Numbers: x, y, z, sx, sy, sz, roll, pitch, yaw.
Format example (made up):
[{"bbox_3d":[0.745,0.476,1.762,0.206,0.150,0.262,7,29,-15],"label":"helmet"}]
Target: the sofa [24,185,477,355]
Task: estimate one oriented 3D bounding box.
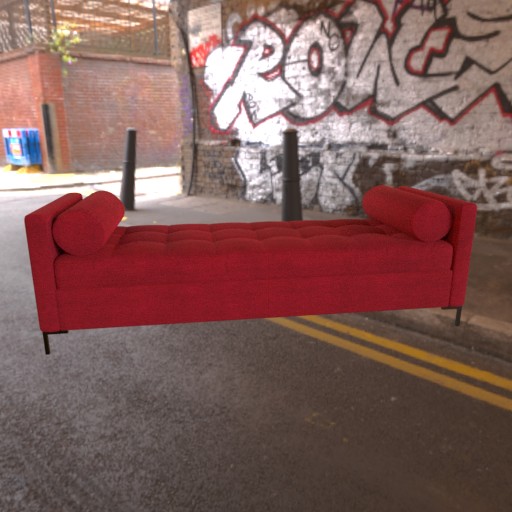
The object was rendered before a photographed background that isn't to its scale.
[{"bbox_3d":[0.000,0.000,2.308,1.981,0.635,0.686,-2,16,-8],"label":"sofa"}]
